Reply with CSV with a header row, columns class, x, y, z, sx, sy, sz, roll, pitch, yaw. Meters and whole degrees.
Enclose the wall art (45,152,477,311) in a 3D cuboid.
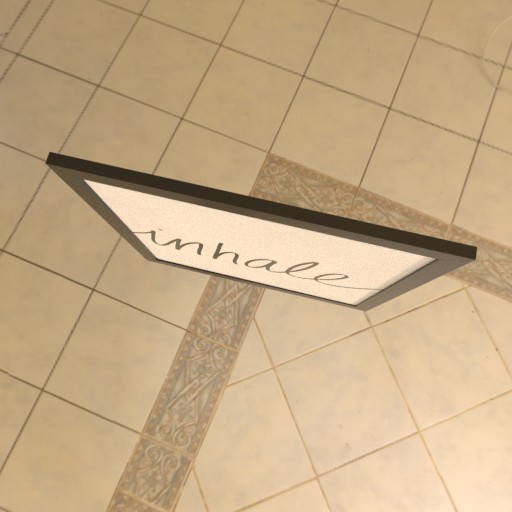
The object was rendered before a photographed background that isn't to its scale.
class,x,y,z,sx,sy,sz,roll,pitch,yaw
wall art,0.000,0.000,0.664,0.446,0.445,0.014,13,77,3
